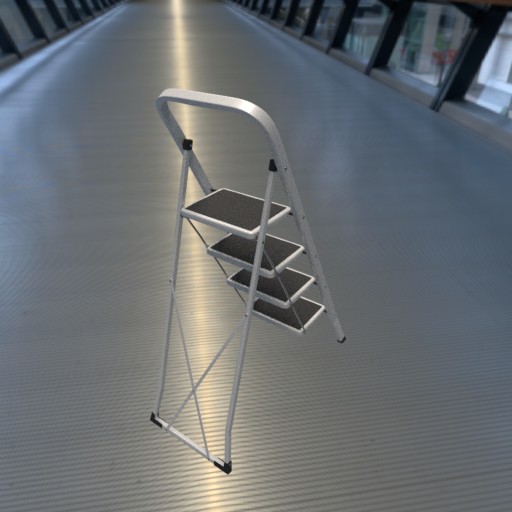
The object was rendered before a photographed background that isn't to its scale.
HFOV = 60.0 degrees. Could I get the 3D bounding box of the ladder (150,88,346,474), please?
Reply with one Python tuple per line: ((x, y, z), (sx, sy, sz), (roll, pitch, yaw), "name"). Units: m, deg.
((0.000, 0.000, 1.693), (0.460, 1.265, 0.914), (20, 37, 30), "ladder")
